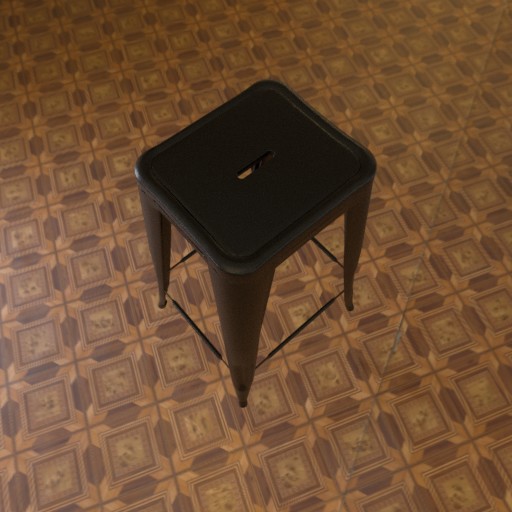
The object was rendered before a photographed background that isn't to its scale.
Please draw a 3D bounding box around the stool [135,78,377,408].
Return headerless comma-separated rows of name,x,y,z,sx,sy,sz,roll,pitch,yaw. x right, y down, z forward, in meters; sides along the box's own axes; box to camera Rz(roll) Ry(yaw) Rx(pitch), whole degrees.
stool,0.000,0.000,0.917,0.423,0.609,0.455,35,69,16
